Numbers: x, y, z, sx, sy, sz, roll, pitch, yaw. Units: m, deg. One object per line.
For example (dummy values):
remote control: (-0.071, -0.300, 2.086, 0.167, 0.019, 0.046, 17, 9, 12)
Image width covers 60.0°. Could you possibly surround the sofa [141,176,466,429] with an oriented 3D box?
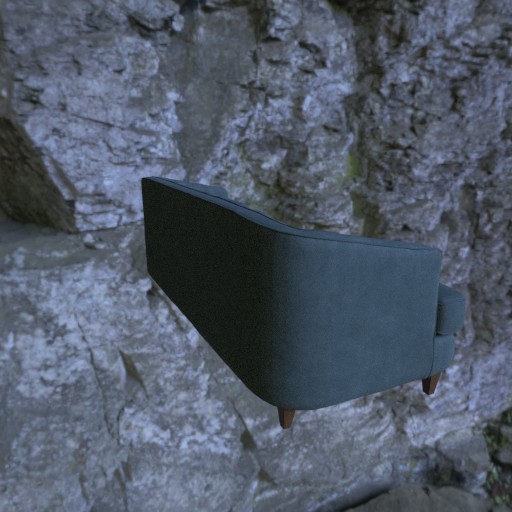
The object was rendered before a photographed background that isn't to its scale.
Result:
sofa: (0.000, 0.000, 2.661, 0.941, 0.855, 2.278, -8, 17, -25)
